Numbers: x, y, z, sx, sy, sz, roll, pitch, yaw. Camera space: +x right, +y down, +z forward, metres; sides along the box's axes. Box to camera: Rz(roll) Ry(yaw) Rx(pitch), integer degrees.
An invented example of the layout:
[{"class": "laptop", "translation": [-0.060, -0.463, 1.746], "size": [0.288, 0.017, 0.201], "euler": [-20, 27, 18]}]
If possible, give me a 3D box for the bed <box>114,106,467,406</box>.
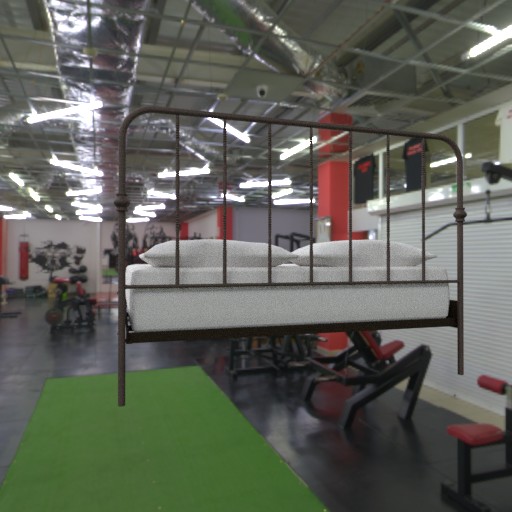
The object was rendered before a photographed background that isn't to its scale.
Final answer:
[{"class": "bed", "translation": [0.000, 0.000, 3.390], "size": [2.044, 1.446, 2.134], "euler": [0, 0, -17]}]
